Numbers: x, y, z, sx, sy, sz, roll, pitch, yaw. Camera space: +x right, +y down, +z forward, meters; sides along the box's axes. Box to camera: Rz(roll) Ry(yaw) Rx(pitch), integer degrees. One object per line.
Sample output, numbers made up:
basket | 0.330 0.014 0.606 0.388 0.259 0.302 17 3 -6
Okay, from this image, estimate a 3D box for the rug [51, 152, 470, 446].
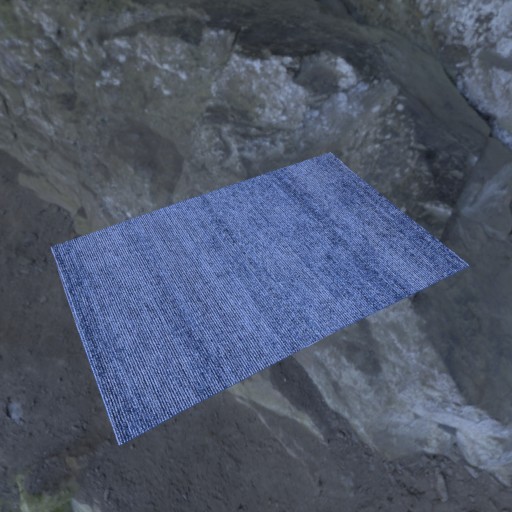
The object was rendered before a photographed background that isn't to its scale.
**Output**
rug | 0.000 0.000 2.244 1.793 0.025 1.159 -22 50 -20
